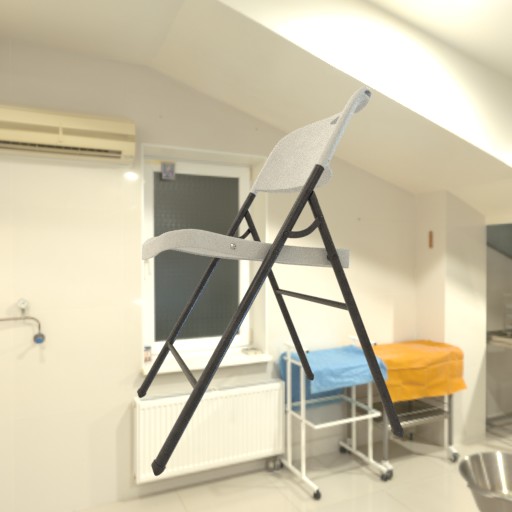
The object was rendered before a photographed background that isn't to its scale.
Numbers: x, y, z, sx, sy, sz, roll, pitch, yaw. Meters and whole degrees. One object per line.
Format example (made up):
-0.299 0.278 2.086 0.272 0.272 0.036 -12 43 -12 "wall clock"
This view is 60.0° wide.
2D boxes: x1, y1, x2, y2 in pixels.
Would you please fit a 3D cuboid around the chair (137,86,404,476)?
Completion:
0.000 0.000 1.135 0.566 0.810 0.494 0 1 -18 "chair"
